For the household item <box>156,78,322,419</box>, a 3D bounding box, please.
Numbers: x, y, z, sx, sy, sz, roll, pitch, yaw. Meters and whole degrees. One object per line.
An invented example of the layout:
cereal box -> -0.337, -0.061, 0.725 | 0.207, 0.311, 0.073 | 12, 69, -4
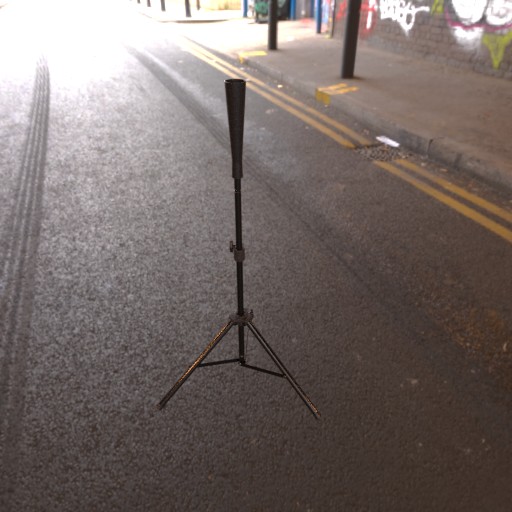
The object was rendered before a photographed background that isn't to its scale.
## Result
household item -> 0.000, 0.000, 1.411 | 0.559, 1.067, 0.559 | 10, 34, 16
